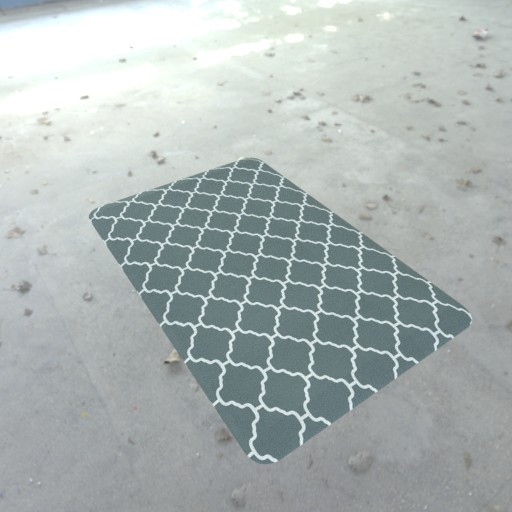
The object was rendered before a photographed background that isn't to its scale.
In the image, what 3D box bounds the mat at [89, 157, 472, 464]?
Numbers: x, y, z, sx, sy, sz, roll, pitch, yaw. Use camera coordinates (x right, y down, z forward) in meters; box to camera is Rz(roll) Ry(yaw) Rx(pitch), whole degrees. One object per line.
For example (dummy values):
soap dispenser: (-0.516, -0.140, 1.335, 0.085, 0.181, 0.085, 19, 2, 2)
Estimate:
mat: (0.000, 0.000, 0.962, 0.508, 0.021, 0.762, -24, 47, -25)
